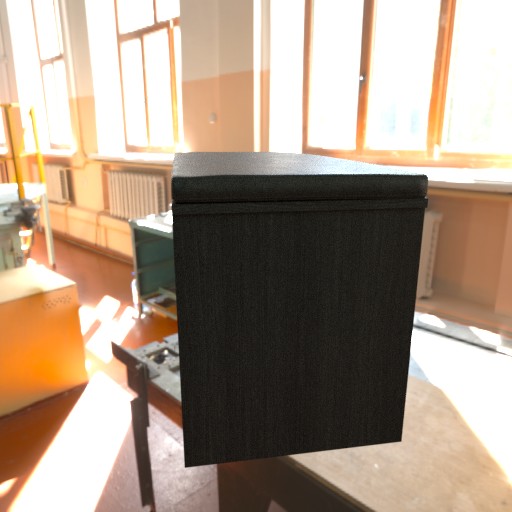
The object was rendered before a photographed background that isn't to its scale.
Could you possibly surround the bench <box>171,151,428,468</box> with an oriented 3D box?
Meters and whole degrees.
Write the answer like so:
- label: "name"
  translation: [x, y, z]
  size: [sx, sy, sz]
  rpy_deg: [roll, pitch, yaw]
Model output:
- label: "bench"
  translation: [0.000, 0.000, 1.152]
  size: [0.401, 0.501, 0.905]
  rpy_deg: [-3, 15, -9]
